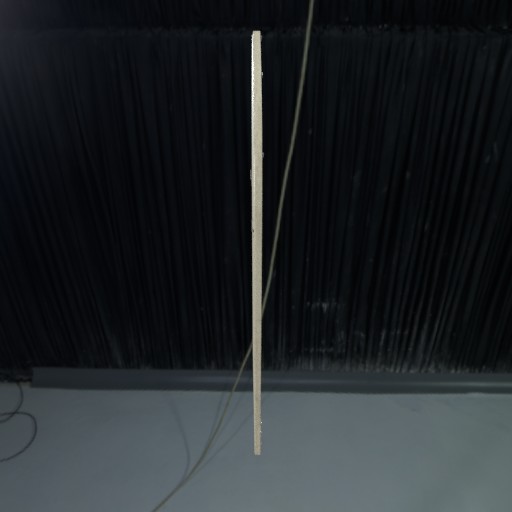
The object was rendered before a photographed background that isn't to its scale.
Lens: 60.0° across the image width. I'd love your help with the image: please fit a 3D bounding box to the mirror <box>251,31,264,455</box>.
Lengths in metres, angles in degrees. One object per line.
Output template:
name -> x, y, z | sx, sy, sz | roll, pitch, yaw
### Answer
mirror -> 0.000, 0.000, 1.296 | 0.025, 1.175, 0.464 | -1, 30, -1
